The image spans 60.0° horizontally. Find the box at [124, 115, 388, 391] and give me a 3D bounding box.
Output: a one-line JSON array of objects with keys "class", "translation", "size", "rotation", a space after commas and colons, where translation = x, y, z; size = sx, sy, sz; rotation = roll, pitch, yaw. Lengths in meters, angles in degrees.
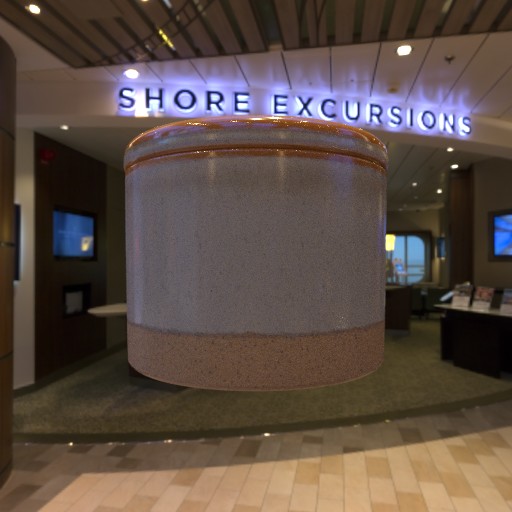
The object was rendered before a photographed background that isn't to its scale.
[{"class": "box", "translation": [0.000, 0.000, 0.215], "size": [0.123, 0.100, 0.123], "rotation": [0, 0, 0]}]
